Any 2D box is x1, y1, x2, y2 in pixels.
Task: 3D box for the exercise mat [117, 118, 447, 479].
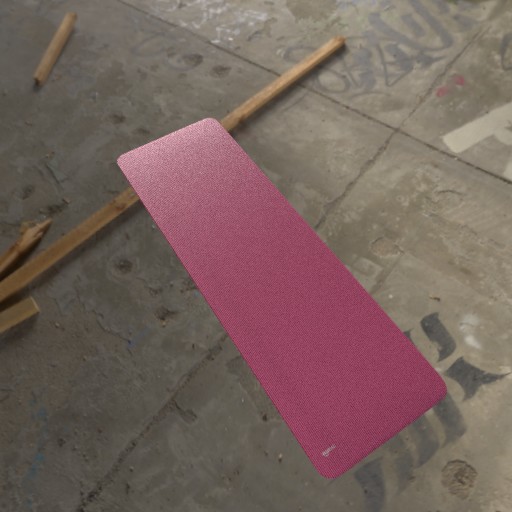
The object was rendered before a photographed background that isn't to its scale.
[{"bbox_3d":[0.000,0.000,2.064,0.616,0.021,1.884,-29,62,-17],"label":"exercise mat"}]
